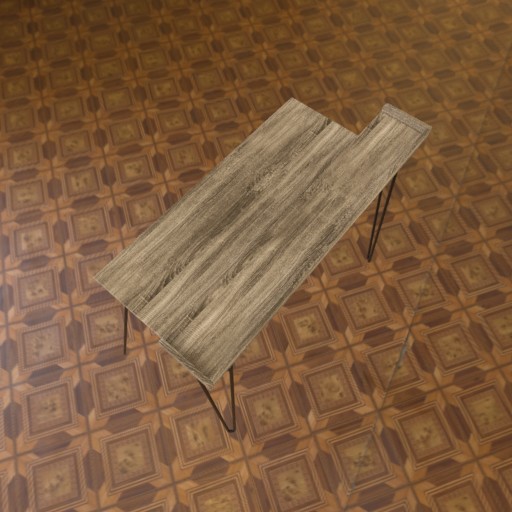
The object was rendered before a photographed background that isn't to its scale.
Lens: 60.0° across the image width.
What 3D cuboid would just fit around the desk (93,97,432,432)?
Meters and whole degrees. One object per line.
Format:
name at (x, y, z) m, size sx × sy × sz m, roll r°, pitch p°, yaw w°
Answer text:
desk at (0.000, 0.000, 1.672) m, size 0.605 × 0.899 × 1.135 m, roll 36°, pitch 68°, yaw 17°
